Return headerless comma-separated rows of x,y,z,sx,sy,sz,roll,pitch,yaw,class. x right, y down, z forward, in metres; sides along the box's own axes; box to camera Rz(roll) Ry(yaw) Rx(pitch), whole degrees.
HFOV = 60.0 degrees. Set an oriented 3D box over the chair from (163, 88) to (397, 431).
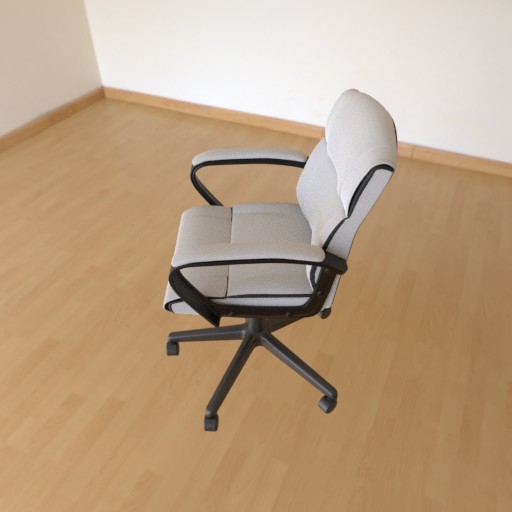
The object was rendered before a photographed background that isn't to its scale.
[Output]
0.000,0.000,1.481,0.717,1.004,0.739,0,41,0,chair
